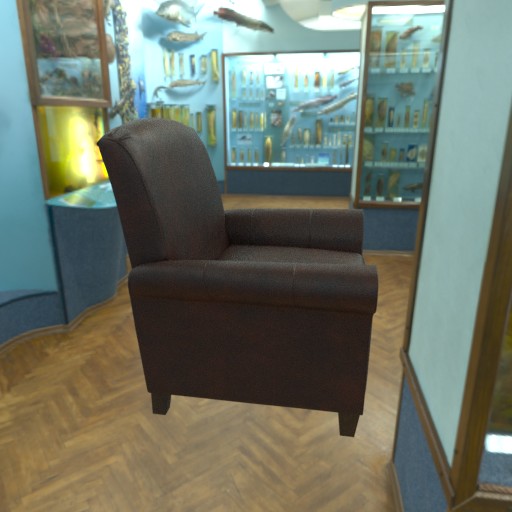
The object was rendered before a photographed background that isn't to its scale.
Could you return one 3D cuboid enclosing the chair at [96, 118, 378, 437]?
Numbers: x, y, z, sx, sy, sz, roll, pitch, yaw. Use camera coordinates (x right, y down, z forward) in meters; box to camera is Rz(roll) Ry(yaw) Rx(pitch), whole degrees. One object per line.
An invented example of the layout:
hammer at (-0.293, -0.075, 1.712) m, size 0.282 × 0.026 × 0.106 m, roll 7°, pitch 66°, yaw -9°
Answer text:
chair at (0.000, 0.000, 1.784) m, size 0.902 × 1.061 × 0.978 m, roll 3°, pitch 18°, yaw 10°
